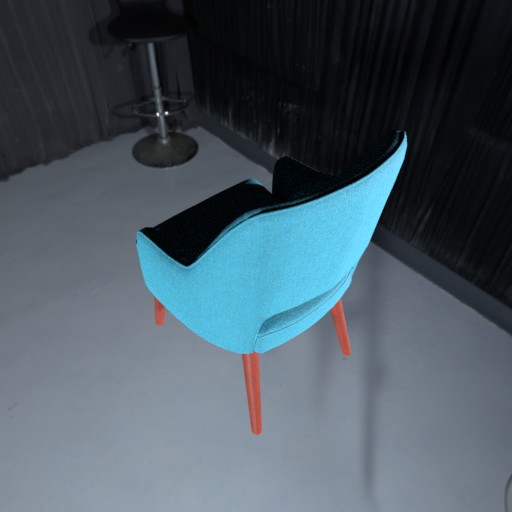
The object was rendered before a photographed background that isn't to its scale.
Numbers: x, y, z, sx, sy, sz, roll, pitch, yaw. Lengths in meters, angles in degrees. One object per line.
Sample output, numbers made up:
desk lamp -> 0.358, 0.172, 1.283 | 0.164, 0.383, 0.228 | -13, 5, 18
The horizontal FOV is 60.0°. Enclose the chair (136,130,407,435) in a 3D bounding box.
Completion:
chair -> 0.000, 0.000, 1.234 | 0.548, 0.849, 0.605 | -32, 54, -27
